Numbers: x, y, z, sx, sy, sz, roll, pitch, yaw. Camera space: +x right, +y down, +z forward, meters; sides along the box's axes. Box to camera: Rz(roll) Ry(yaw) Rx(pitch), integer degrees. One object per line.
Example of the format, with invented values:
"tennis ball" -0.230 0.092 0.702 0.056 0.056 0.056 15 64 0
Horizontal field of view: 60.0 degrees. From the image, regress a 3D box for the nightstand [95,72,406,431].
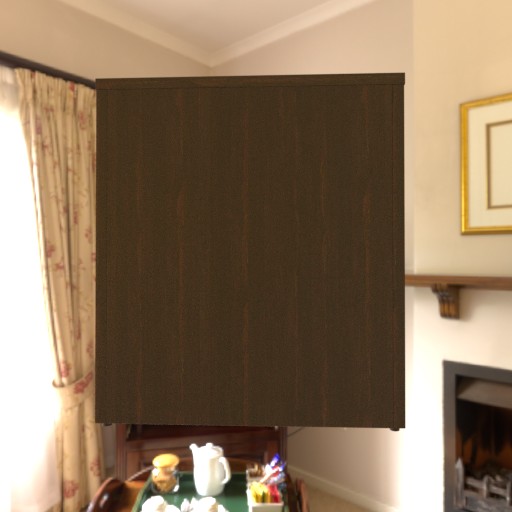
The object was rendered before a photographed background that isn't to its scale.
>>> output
"nightstand" 0.000 0.000 0.799 0.400 0.460 0.461 0 -1 3
